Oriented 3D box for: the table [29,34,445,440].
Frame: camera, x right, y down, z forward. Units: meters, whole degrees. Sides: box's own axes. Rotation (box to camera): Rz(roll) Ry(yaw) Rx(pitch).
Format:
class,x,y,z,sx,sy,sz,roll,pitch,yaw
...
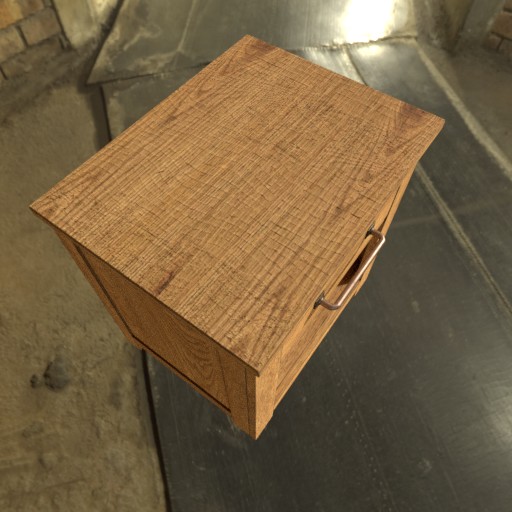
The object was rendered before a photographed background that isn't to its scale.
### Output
class,x,y,z,sx,sy,sz,roll,pitch,yaw
table,0.000,0.000,1.044,0.494,0.625,0.601,32,63,18
